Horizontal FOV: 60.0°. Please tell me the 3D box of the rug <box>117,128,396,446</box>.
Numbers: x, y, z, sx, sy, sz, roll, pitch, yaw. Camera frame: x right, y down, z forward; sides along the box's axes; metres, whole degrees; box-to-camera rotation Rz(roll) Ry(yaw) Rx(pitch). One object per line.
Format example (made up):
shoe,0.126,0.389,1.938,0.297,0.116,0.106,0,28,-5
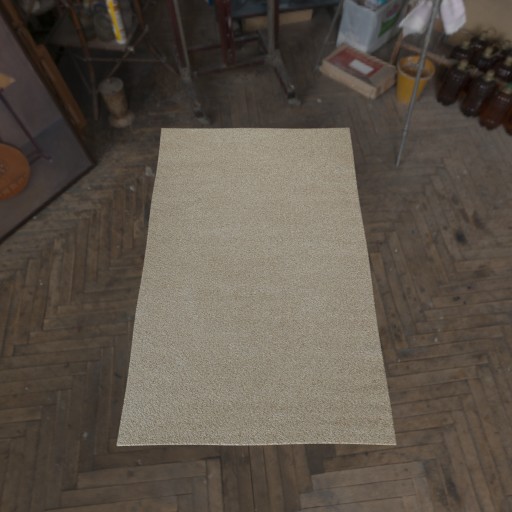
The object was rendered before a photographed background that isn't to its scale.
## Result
rug,0.000,0.000,2.965,1.500,0.025,2.346,0,60,0
